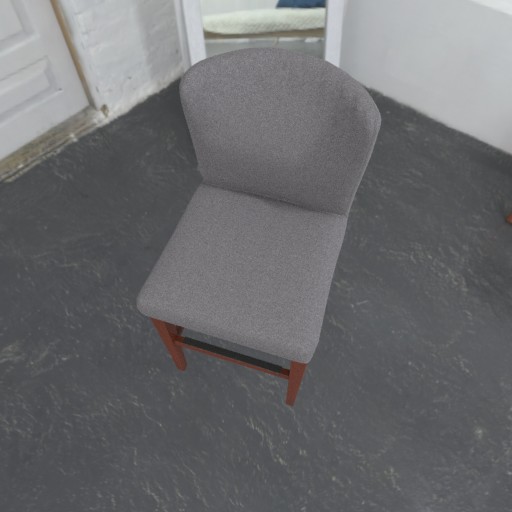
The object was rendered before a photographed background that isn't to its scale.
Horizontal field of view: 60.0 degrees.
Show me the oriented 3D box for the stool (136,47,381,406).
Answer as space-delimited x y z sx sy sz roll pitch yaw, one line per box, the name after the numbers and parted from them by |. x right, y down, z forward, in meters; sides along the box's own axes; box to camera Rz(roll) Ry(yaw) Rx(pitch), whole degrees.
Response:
0.000 0.000 1.298 0.481 0.968 0.568 15 59 9 | stool
